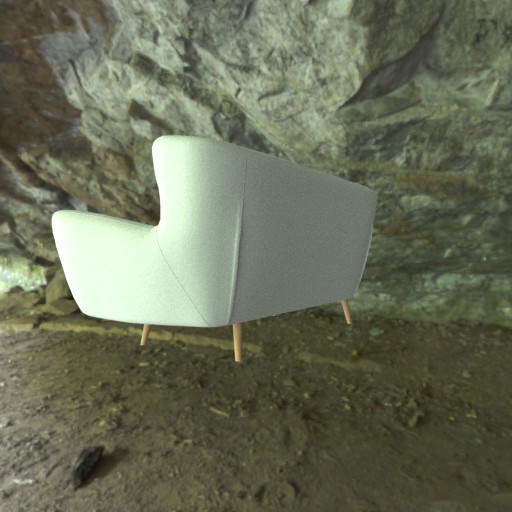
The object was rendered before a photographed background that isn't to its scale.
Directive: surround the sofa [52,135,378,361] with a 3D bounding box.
[{"bbox_3d":[0.000,0.000,2.455,0.899,0.890,1.930,0,1,35],"label":"sofa"}]
